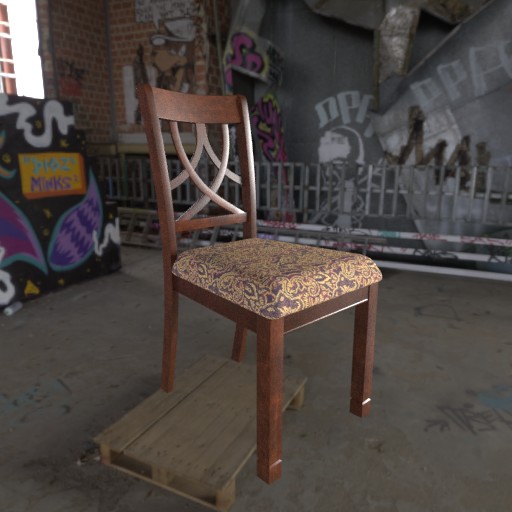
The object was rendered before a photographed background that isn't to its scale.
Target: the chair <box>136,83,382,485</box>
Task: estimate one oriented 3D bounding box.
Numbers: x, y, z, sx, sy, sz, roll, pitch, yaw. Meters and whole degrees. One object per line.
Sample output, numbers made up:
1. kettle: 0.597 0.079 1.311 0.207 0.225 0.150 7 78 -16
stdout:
1. chair: 0.000 0.000 1.294 0.457 0.965 0.584 -13 18 -42
